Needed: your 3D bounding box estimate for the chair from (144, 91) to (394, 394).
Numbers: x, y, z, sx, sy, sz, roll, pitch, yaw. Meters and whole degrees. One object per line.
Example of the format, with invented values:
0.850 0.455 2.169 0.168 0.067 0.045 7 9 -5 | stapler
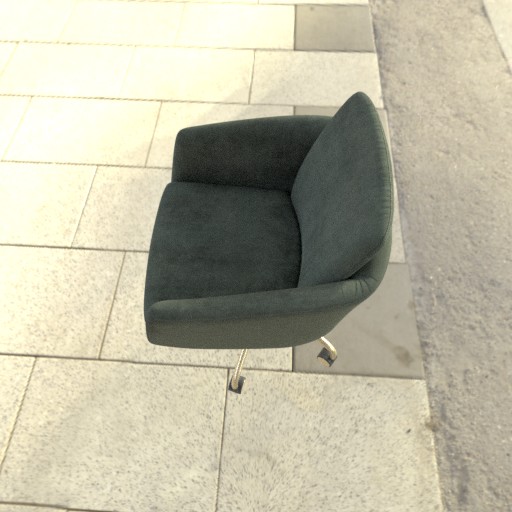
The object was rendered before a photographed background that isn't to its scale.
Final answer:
0.000 0.000 1.357 0.635 0.908 0.641 1 59 1 | chair
